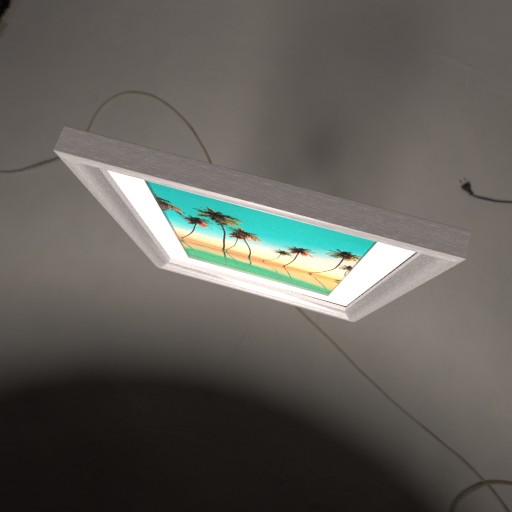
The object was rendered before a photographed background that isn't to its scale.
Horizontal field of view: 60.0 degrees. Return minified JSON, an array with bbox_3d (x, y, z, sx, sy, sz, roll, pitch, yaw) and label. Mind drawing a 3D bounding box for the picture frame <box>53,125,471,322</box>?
[{"bbox_3d":[0.000,0.000,0.523,0.327,0.378,0.027,15,75,4],"label":"picture frame"}]
